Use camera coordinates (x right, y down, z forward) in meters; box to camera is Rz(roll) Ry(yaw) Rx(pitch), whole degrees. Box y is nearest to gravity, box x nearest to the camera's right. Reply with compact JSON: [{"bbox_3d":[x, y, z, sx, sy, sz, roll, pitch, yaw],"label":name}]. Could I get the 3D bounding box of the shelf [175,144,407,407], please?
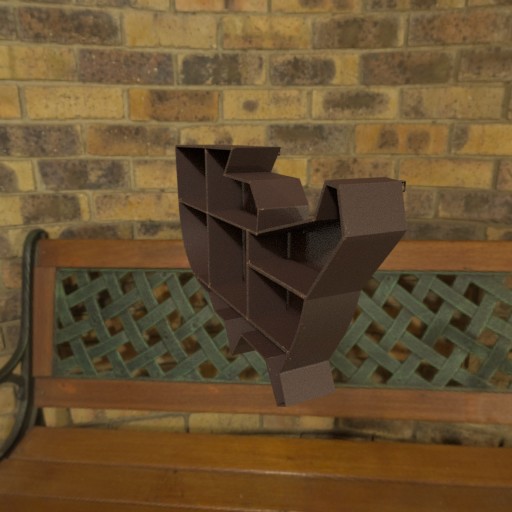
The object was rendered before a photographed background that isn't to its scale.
[{"bbox_3d":[0.000,0.000,0.918,0.112,0.439,0.729,-7,17,-25],"label":"shelf"}]
